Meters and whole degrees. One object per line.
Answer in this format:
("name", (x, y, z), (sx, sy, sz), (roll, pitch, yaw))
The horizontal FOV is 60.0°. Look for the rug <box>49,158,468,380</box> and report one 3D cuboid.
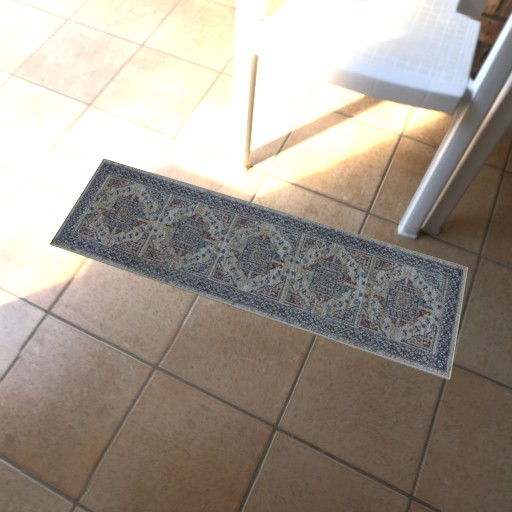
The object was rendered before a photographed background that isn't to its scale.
("rug", (0.000, 0.000, 2.525), (2.297, 0.013, 0.661), (18, 65, 8))
